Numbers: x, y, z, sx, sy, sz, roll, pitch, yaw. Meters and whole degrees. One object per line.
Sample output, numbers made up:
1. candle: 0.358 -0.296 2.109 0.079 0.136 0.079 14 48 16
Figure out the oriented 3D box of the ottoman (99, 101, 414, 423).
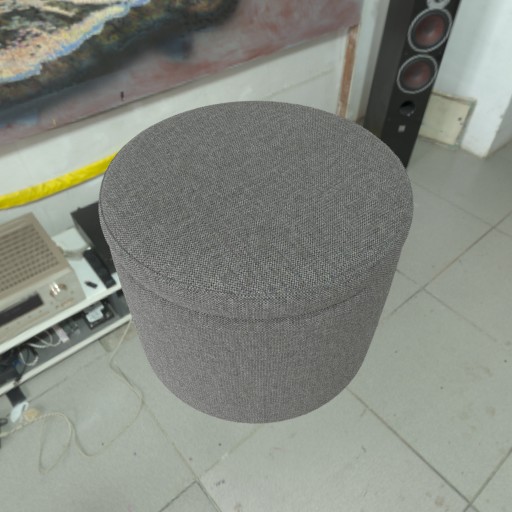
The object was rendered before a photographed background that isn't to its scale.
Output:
1. ottoman: 0.000 0.000 0.878 0.520 0.430 0.520 0 47 0
